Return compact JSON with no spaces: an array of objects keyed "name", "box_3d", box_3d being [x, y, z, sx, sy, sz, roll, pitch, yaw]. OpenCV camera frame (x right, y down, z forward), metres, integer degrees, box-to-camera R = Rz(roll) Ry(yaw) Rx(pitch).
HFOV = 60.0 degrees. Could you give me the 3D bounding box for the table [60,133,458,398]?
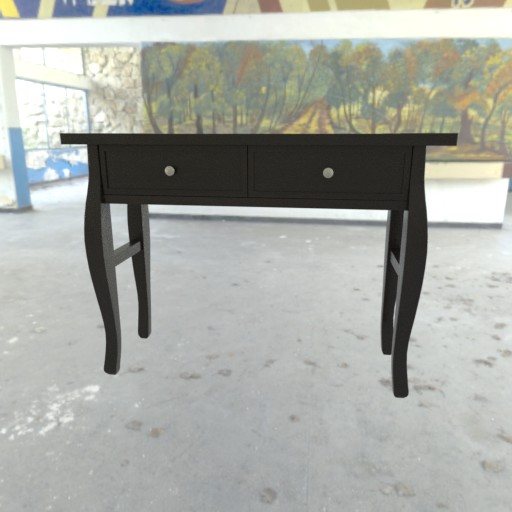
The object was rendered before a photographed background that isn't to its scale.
[{"name":"table","box_3d":[0.000,0.000,1.439,1.062,0.768,0.373,2,16,8]}]
